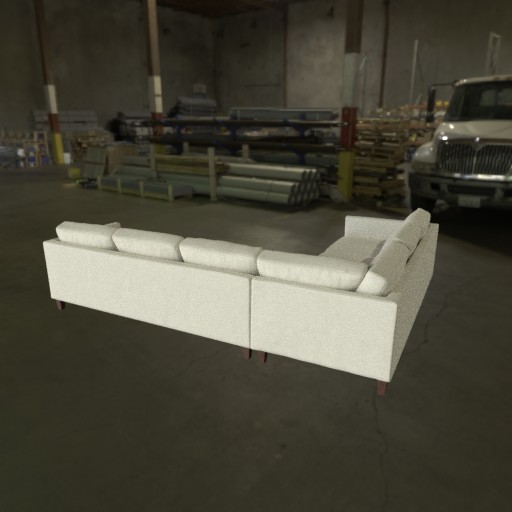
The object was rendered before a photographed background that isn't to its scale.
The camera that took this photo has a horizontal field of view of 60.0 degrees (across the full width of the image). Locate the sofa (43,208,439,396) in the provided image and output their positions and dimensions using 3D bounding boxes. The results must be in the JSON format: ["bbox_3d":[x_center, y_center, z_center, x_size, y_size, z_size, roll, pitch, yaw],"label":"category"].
[{"bbox_3d":[0.000,0.000,4.480,3.182,0.863,2.432,9,19,26],"label":"sofa"}]
